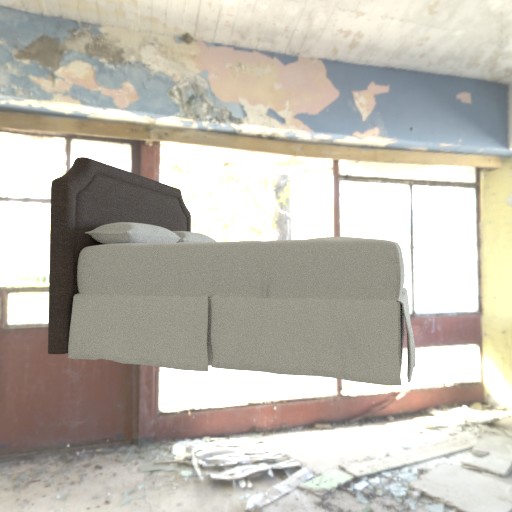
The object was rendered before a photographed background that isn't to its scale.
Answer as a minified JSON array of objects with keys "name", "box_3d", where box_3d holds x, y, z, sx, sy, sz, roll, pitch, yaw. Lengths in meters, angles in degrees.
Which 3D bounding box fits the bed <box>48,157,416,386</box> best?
[{"name":"bed","box_3d":[0.000,0.000,3.154,2.116,1.290,1.693,-1,-2,19]}]
